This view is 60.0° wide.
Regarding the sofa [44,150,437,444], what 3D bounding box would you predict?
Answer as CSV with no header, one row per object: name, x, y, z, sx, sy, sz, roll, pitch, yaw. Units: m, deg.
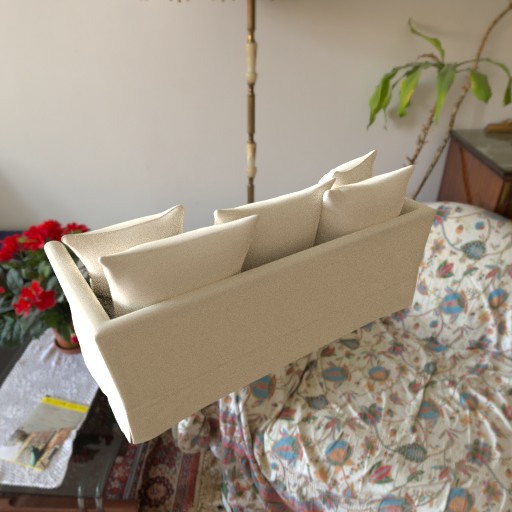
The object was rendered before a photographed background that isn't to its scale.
sofa,0.000,0.000,2.858,2.290,1.034,1.031,-19,35,-29
